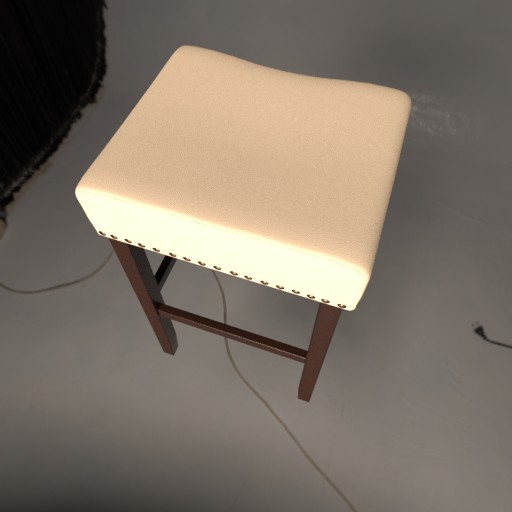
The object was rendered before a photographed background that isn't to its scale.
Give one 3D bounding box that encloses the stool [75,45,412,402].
[{"bbox_3d":[0.000,0.000,1.049,0.471,0.762,0.401,16,59,10],"label":"stool"}]
